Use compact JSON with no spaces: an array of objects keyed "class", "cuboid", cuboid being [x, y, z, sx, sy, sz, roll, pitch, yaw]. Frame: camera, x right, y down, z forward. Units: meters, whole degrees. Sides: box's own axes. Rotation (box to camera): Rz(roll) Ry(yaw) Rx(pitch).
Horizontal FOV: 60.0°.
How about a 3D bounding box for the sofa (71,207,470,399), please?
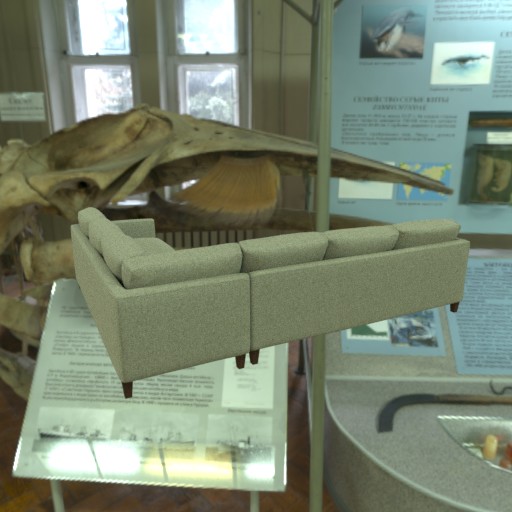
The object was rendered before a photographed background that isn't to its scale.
[{"class":"sofa","cuboid":[0.000,0.000,4.572,3.302,0.947,2.593,-8,17,-27]}]
